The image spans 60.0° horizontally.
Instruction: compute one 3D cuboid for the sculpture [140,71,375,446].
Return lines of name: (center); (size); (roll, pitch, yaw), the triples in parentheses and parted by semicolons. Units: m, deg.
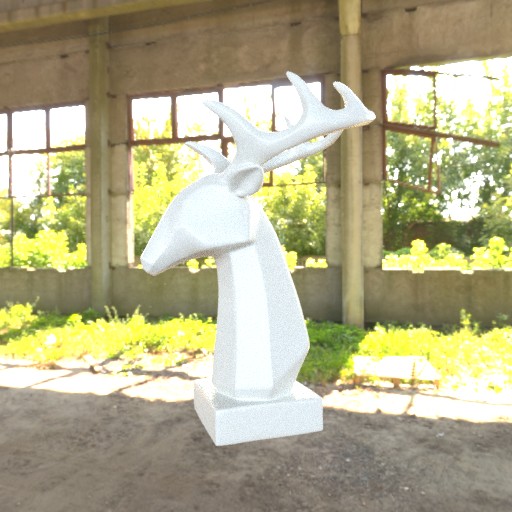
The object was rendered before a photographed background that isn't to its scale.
sculpture: (0.000, 0.000, 0.443); (0.224, 0.329, 0.174); (0, 0, -19)
